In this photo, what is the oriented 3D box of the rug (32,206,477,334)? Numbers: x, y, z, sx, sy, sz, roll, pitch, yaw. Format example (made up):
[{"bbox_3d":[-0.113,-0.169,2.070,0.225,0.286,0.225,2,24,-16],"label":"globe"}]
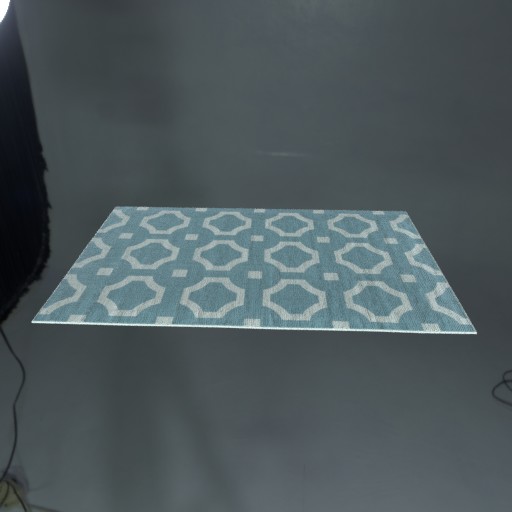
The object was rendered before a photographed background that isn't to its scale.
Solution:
[{"bbox_3d":[0.000,0.000,3.076,2.443,0.015,1.528,1,31,2],"label":"rug"}]
